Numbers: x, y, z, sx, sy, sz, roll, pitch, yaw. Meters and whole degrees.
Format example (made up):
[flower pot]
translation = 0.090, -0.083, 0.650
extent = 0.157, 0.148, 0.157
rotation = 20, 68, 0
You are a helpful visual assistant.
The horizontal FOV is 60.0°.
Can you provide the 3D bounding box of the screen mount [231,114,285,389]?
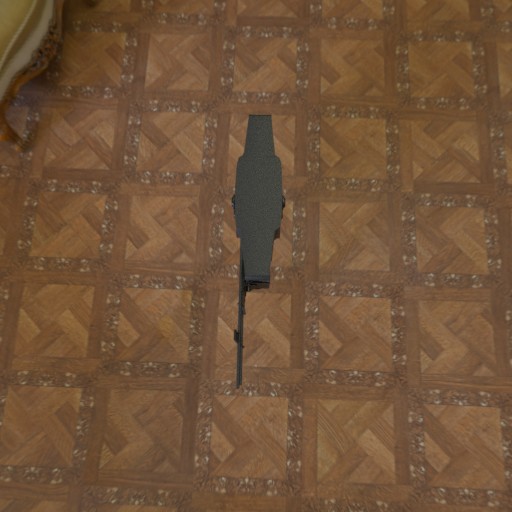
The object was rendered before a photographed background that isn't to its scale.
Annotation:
[screen mount]
translation = 0.000, 0.000, 1.020
extent = 0.090, 0.775, 0.595
rotation = 1, 76, 0
